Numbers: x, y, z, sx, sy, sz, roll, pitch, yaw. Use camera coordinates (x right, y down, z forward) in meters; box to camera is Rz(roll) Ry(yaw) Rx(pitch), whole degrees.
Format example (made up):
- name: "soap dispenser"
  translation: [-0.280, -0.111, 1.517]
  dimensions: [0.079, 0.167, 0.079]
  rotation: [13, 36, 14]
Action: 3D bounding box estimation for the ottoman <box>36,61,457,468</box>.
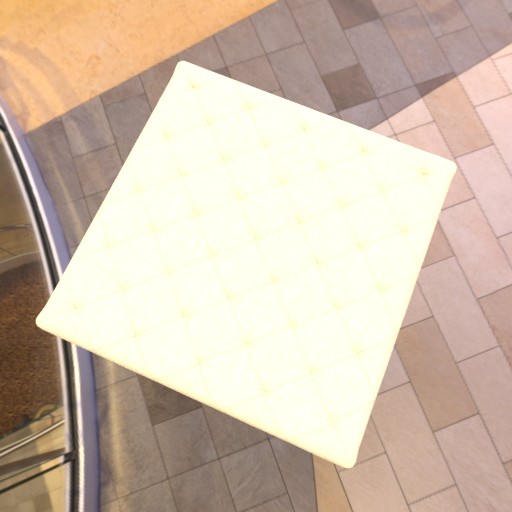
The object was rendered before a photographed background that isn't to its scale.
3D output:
- name: "ottoman"
  translation: [0.000, 0.000, 1.592]
  dimensions: [1.028, 0.439, 1.028]
  rotation: [23, 77, 6]
